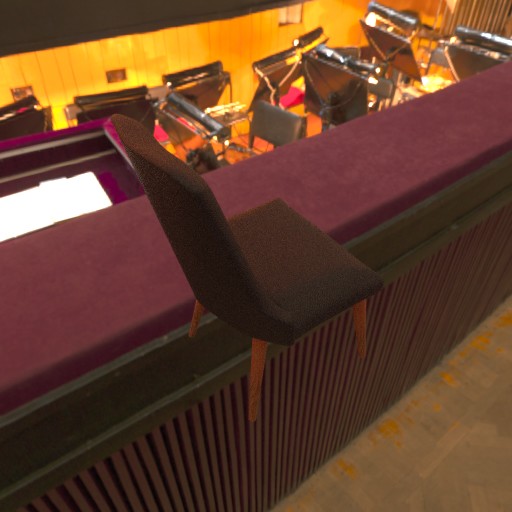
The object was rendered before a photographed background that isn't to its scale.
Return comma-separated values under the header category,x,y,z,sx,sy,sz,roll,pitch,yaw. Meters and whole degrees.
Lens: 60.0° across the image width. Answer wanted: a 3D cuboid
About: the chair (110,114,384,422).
category,x,y,z,sx,sy,sz,roll,pitch,yaw
chair,0.000,0.000,1.186,0.567,0.820,0.504,-24,47,-25
